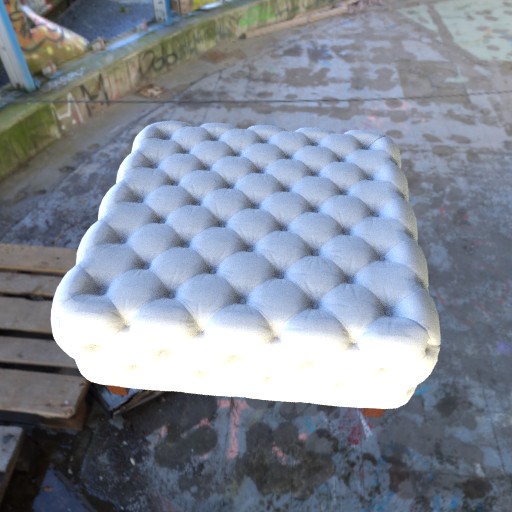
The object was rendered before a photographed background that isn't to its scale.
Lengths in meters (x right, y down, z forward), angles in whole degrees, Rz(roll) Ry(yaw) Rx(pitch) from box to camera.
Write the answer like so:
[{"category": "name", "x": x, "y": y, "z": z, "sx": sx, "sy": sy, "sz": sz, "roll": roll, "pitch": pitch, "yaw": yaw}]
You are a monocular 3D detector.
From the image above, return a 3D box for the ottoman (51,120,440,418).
[{"category": "ottoman", "x": 0.000, "y": 0.000, "z": 1.170, "sx": 0.755, "sy": 0.376, "sz": 0.753, "roll": 4, "pitch": 46, "yaw": 4}]
